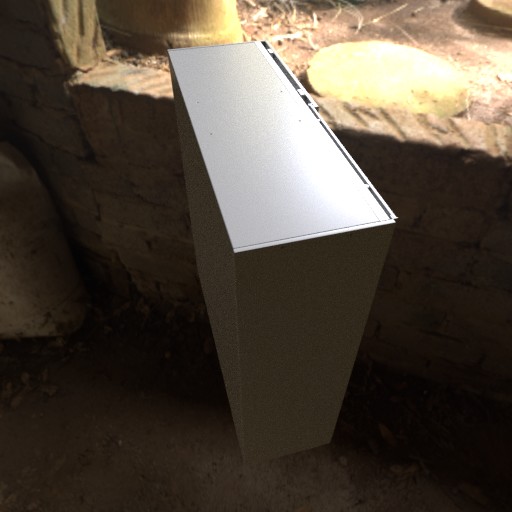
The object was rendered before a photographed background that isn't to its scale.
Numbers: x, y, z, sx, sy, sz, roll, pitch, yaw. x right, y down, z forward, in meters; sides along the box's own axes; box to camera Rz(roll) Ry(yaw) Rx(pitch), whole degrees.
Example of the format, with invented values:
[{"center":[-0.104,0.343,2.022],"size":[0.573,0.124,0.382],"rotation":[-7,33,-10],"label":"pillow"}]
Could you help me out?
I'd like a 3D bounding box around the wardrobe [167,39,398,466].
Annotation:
[{"center":[0.000,0.000,2.812],"size":[0.629,1.960,1.780],"rotation":[-11,47,-10],"label":"wardrobe"}]
